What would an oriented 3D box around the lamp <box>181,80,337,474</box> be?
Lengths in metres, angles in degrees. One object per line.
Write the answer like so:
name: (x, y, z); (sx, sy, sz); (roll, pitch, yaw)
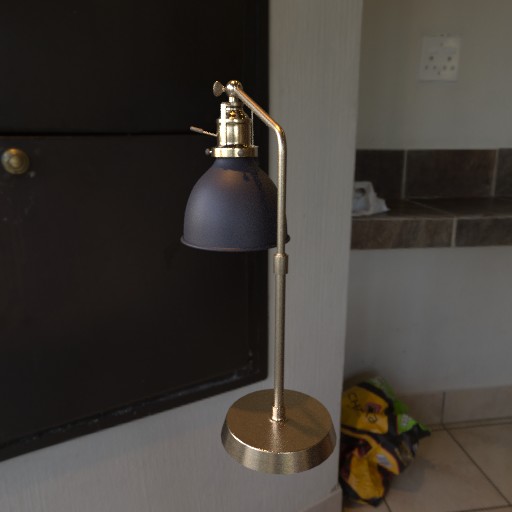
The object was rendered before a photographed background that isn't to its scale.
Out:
lamp: (0.000, 0.000, 0.595); (0.160, 0.456, 0.291); (-7, 16, -26)
